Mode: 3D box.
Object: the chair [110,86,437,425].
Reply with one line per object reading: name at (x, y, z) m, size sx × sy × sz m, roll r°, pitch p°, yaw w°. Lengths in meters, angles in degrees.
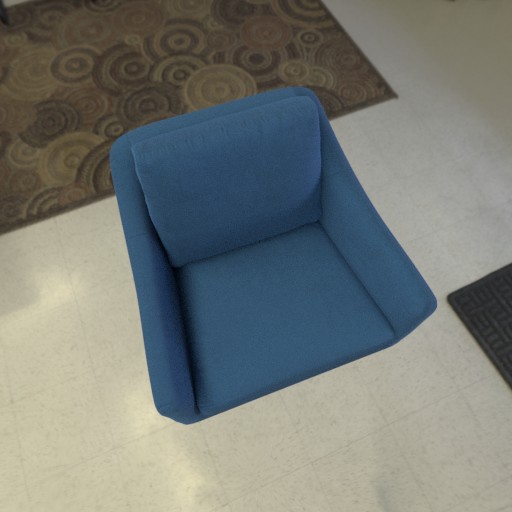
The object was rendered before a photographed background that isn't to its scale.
chair at (0.000, 0.000, 1.733) m, size 0.987 × 0.899 × 0.961 m, roll -19°, pitch 65°, yaw -9°
